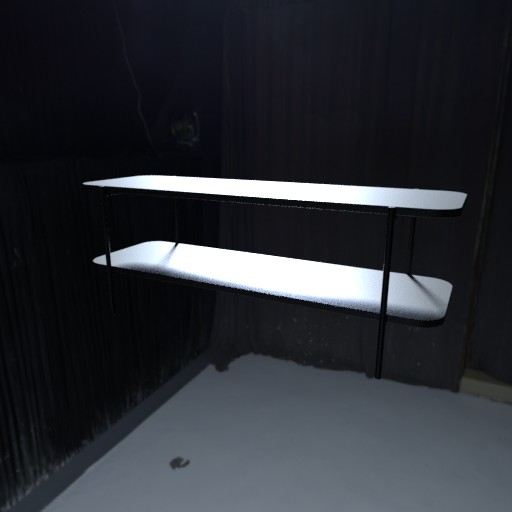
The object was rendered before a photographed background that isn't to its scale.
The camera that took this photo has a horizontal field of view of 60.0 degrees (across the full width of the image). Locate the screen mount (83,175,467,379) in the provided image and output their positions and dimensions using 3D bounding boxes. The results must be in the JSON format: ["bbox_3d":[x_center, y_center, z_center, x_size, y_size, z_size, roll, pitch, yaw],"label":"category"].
[{"bbox_3d":[0.000,0.000,1.456,1.200,0.447,0.400,8,17,26],"label":"screen mount"}]
